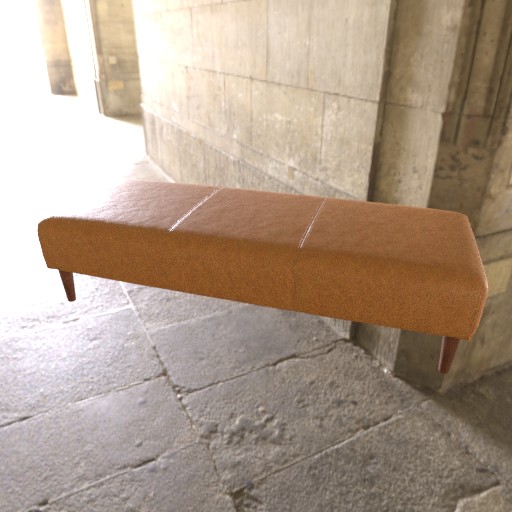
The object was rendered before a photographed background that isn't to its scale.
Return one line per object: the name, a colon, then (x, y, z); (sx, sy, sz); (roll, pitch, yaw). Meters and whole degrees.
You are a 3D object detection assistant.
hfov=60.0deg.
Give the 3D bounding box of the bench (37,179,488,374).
bench: (0.000, 0.000, 1.817); (1.610, 0.399, 0.653); (8, 28, 15)
